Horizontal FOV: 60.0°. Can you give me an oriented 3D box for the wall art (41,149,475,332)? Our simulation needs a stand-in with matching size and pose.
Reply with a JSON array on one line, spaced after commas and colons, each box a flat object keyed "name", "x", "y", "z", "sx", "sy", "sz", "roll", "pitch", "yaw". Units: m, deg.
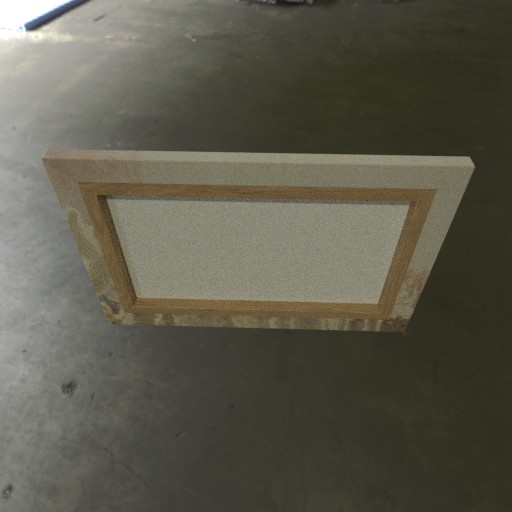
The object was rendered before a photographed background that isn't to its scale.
[{"name": "wall art", "x": 0.000, "y": 0.000, "z": 1.166, "sx": 0.916, "sy": 0.608, "sz": 0.040, "roll": 1, "pitch": 46, "yaw": 1}]
